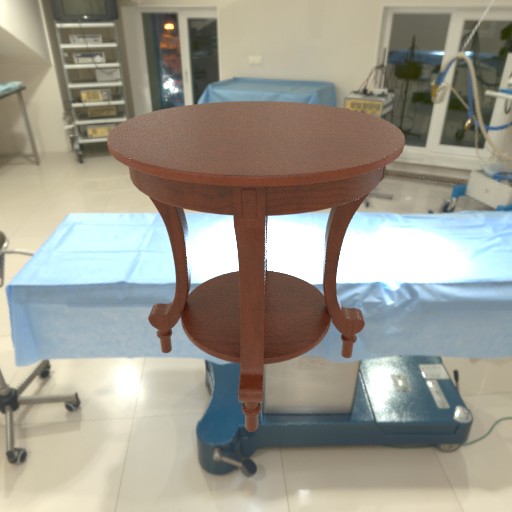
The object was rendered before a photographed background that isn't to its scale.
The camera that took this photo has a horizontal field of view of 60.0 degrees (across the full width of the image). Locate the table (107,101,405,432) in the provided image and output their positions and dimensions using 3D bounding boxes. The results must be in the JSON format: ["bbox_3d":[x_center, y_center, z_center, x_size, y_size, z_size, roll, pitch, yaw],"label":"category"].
[{"bbox_3d":[0.000,0.000,1.073,0.597,0.612,0.597,0,30,0],"label":"table"}]
